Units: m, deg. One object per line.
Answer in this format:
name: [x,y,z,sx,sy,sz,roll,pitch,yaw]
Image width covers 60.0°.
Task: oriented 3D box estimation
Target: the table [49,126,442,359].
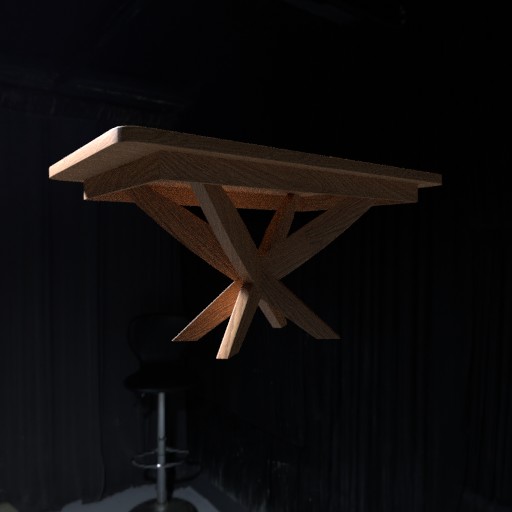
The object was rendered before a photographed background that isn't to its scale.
table: [0.000,0.000,2.060,1.600,0.770,0.950,-1,2,-36]
